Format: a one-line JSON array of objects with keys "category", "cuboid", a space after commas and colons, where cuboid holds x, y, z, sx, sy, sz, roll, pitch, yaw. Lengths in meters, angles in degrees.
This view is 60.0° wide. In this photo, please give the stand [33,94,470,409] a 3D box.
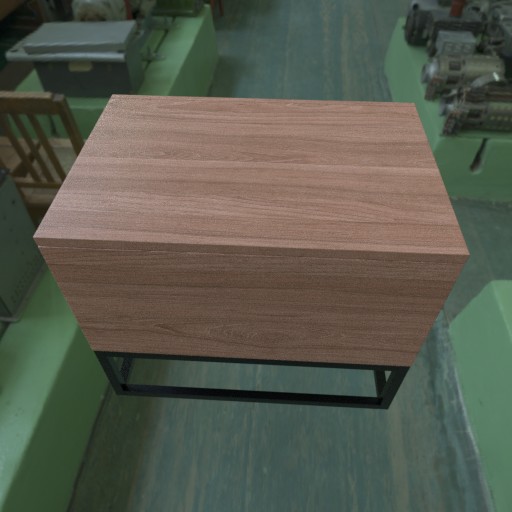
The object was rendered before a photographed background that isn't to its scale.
[{"category": "stand", "cuboid": [0.000, 0.000, 0.932, 0.600, 0.500, 0.420, 2, 48, 2]}]
